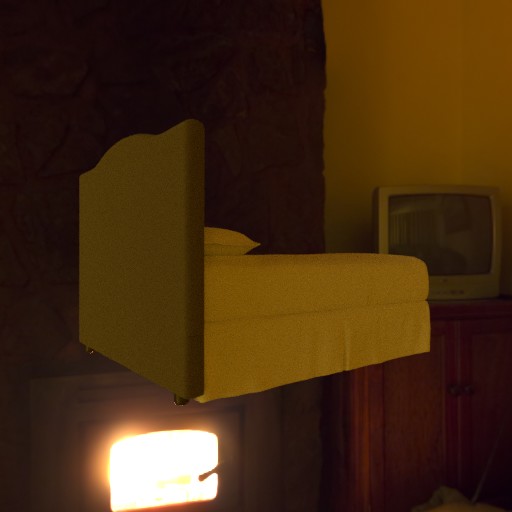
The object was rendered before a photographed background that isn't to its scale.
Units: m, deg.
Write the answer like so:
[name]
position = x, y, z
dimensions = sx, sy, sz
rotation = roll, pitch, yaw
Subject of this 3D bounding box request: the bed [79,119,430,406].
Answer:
[bed]
position = 0.000, 0.000, 3.206
dimensions = 2.036, 1.387, 1.666
rotation = 0, 0, -37
